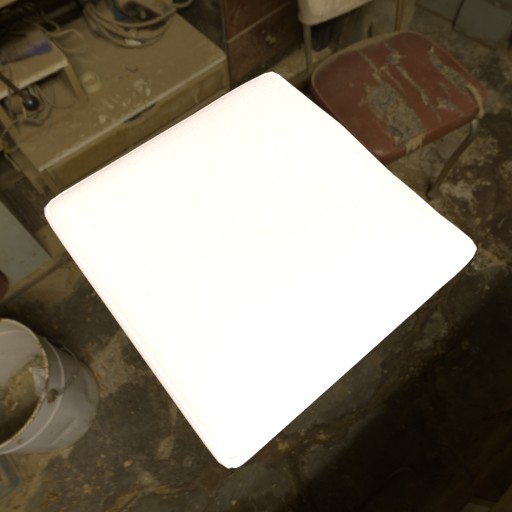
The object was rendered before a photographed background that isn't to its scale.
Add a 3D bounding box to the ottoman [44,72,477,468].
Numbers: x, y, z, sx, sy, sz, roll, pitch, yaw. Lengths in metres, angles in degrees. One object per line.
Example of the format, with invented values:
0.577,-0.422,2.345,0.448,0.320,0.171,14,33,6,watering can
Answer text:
0.000,0.000,1.323,0.838,0.479,0.838,-36,70,-16,ottoman
